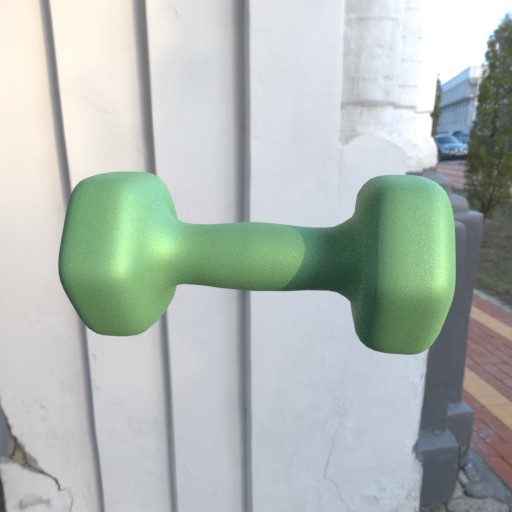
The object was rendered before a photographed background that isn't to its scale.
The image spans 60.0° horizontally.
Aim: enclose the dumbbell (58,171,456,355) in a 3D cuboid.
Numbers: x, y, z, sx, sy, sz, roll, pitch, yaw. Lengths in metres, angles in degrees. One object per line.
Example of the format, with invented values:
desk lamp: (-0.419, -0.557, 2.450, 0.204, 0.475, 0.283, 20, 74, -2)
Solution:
dumbbell: (0.000, 0.000, 0.322, 0.260, 0.117, 0.129, 2, 16, 8)
